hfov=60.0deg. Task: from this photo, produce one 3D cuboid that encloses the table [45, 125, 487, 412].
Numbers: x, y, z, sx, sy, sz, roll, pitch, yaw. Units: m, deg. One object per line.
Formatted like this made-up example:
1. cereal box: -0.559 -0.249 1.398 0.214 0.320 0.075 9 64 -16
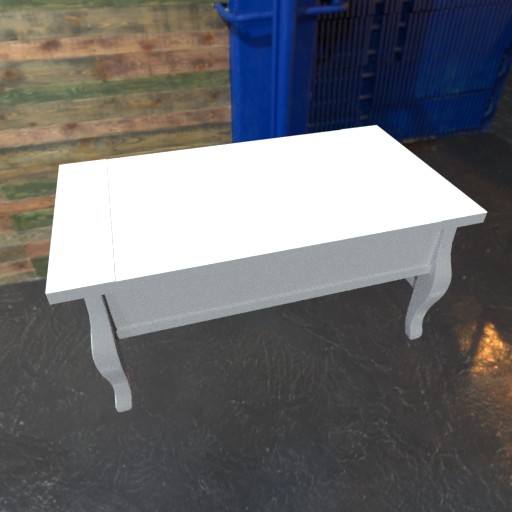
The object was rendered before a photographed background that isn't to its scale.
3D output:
1. table: 0.000 0.000 1.388 1.062 0.495 0.600 -10 40 -13
